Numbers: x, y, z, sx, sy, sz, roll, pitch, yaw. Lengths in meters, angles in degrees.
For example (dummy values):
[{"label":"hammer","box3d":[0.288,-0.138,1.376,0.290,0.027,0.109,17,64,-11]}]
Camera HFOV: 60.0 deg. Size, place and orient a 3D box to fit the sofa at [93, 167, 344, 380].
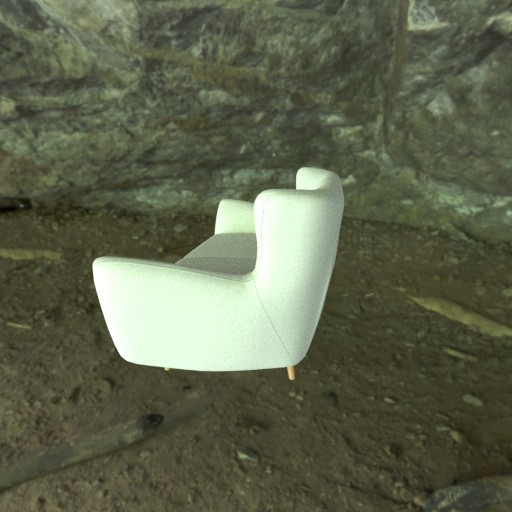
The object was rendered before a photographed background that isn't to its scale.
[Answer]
[{"label":"sofa","box3d":[0.000,0.000,2.436,0.899,0.890,1.930,2,14,9]}]
